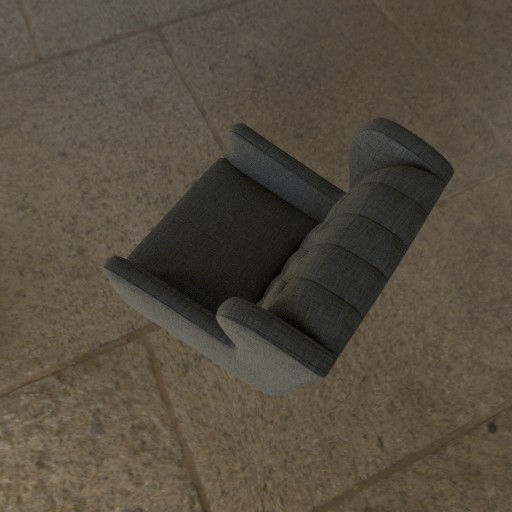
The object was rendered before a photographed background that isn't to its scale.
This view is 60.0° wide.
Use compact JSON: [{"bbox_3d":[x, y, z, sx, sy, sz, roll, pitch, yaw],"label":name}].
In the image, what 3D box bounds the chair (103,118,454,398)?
[{"bbox_3d":[0.000,0.000,1.468,0.775,0.953,0.711,33,69,14],"label":"chair"}]
